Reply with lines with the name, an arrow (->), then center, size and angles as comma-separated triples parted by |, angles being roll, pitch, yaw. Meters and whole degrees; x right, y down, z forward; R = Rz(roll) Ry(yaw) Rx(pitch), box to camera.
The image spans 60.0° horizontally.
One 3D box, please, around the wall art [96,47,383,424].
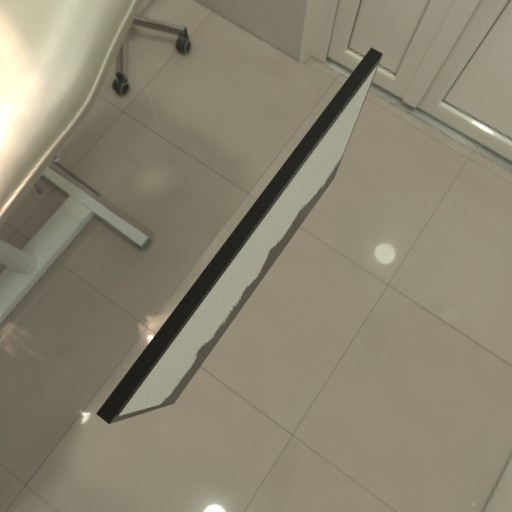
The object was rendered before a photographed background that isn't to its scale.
wall art -> 0.000, 0.000, 0.832 | 0.022, 0.446, 0.659 | 34, 77, 9
